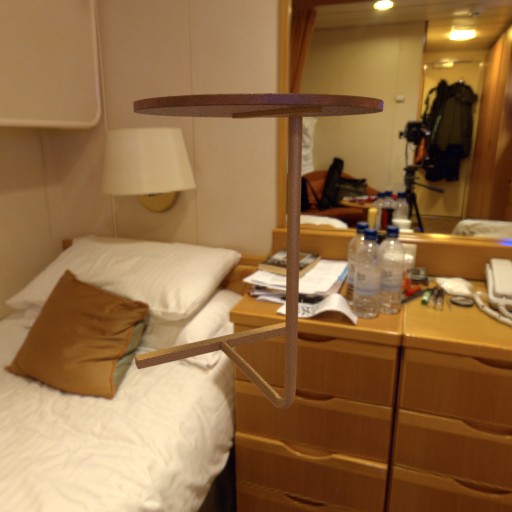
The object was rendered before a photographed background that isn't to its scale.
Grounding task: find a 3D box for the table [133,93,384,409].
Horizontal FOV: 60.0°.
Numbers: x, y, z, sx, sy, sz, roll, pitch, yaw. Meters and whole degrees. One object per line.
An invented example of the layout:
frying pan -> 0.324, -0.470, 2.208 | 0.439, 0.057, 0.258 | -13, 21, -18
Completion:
table -> 0.000, 0.000, 1.089 | 0.530, 0.706, 0.577 | -8, 17, -27
